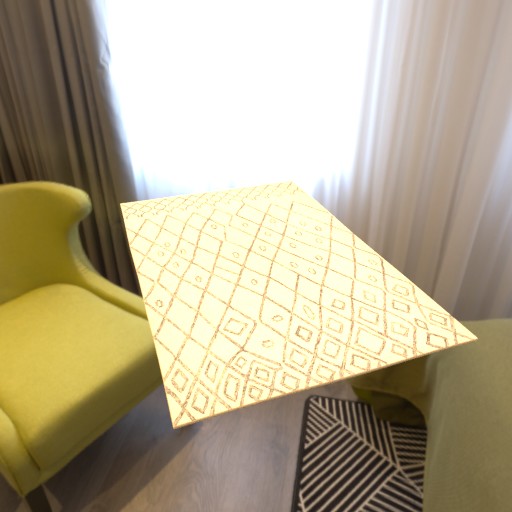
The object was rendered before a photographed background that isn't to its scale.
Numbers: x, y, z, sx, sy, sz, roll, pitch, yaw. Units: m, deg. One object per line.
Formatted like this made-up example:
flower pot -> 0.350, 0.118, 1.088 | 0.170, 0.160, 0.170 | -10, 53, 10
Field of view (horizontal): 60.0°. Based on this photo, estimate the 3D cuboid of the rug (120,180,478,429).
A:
rug -> 0.000, 0.000, 2.321 | 1.222, 0.015, 1.828 | -11, 33, -17
